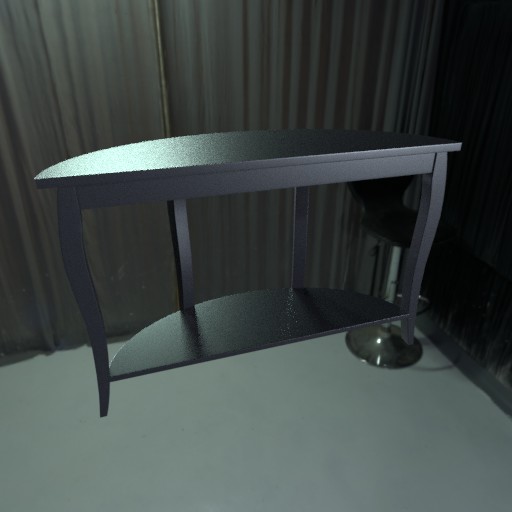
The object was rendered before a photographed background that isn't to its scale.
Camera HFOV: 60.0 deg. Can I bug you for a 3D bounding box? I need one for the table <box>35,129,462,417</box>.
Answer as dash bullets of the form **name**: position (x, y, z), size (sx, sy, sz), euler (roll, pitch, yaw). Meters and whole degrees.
- **table**: position (0.000, 0.000, 1.546), size (1.219, 0.780, 0.394), euler (-9, 28, -17)
